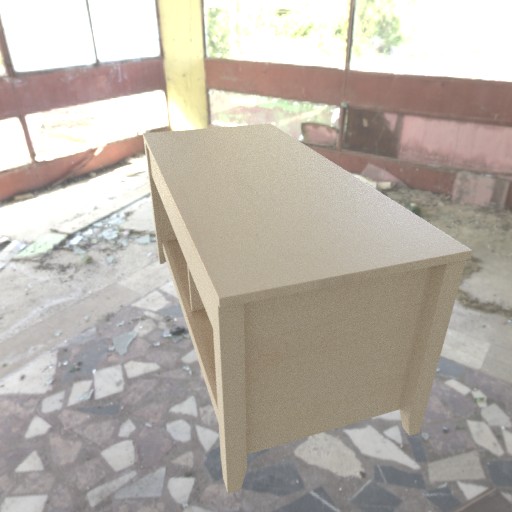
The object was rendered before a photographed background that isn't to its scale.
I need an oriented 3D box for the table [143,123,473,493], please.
[{"bbox_3d":[0.000,0.000,1.247,0.457,0.483,1.016,-9,31,-16],"label":"table"}]
